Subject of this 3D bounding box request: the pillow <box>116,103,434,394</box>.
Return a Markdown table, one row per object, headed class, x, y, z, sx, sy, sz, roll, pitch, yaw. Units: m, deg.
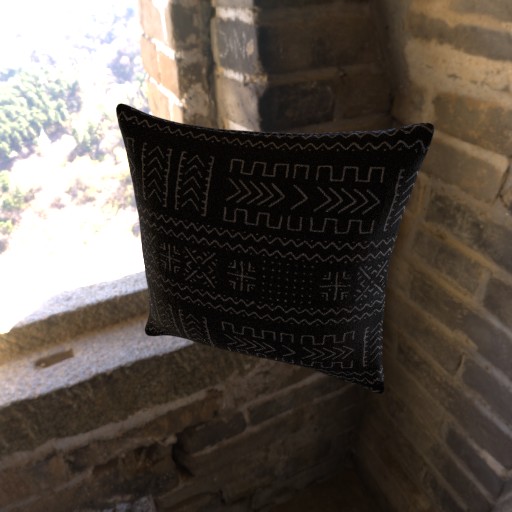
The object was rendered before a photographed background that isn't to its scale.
| class | x | y | z | sx | sy | sz | roll | pitch | yaw |
| --- | --- | --- | --- | --- | --- | --- | --- | --- | --- |
| pillow | 0.000 | 0.000 | 0.676 | 0.438 | 0.430 | 0.164 | 10 | 31 | 16 |
